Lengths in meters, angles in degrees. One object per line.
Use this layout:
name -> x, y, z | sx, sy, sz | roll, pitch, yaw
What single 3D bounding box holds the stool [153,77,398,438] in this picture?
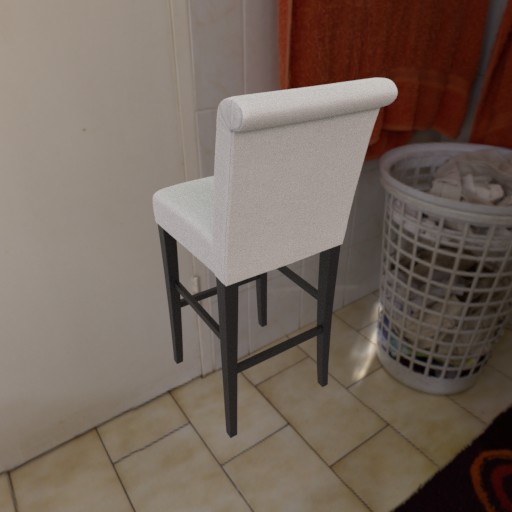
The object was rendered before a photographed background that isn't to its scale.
stool -> 0.000, 0.000, 1.448 | 0.452, 1.124, 0.597 | -19, 36, -28
